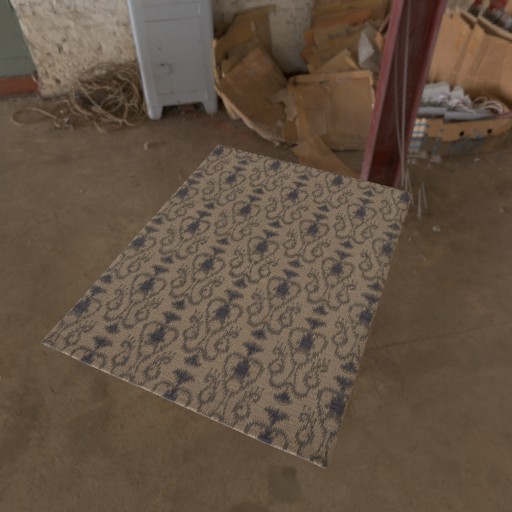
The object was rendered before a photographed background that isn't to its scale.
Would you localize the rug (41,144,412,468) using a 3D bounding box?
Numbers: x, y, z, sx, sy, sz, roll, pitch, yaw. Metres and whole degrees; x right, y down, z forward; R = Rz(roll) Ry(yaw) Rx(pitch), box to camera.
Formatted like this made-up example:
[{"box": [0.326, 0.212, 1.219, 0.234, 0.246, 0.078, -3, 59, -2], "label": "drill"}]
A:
[{"box": [0.000, 0.000, 4.281, 2.437, 0.015, 3.205, 18, 49, 16], "label": "rug"}]
